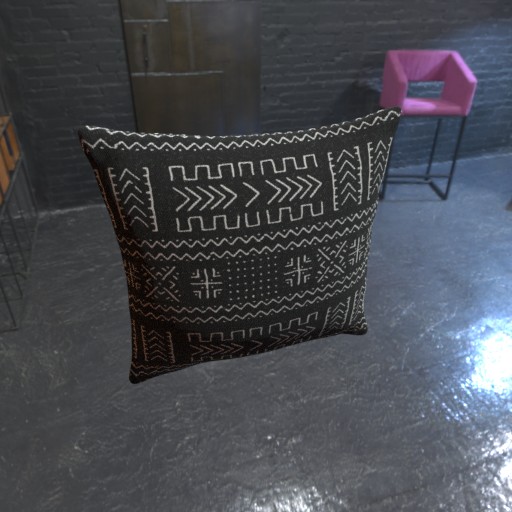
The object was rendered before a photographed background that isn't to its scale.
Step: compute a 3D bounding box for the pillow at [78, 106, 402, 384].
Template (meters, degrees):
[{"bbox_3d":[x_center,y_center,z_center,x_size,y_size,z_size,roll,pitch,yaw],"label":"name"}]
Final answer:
[{"bbox_3d":[0.000,0.000,0.681,0.438,0.430,0.164,-9,33,-14],"label":"pillow"}]
